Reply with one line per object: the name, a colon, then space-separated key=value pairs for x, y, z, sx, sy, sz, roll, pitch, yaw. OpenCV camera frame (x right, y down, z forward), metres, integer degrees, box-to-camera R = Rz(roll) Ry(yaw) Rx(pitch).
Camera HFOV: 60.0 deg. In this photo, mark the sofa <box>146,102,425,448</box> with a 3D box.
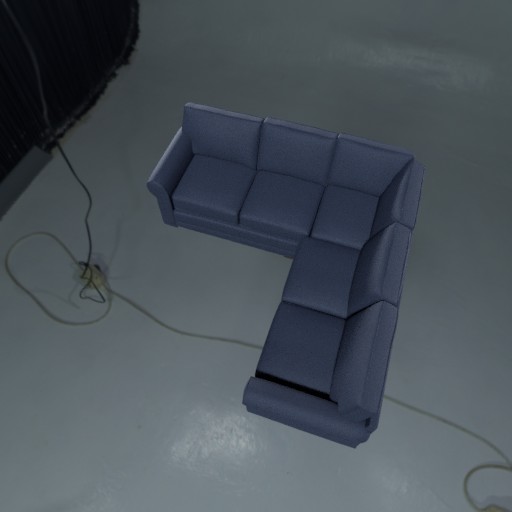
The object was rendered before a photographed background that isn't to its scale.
sofa: x=0.000 y=0.000 z=3.955 sx=2.487 sy=1.042 sz=2.562 roll=16 pitch=59 yaw=10
